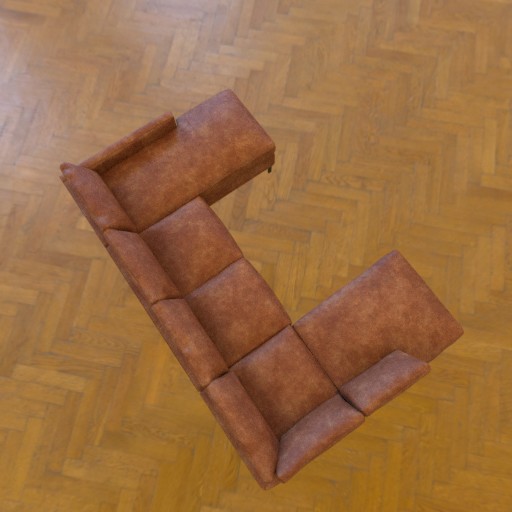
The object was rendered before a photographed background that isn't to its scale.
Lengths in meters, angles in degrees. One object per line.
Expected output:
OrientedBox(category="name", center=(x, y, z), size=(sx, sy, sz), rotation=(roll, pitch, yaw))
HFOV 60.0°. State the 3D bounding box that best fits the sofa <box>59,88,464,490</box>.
OrientedBox(category="sofa", center=(0.000, 0.000, 3.683), size=(1.939, 0.900, 2.956), rotation=(-34, 77, -9))
